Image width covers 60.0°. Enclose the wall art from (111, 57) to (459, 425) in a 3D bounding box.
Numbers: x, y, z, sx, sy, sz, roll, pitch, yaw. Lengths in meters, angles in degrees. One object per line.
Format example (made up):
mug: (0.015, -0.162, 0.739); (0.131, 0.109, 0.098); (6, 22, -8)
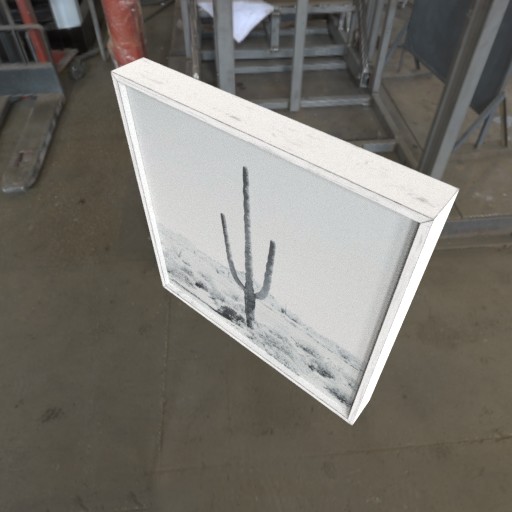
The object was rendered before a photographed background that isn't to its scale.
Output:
wall art: (0.000, 0.000, 0.450); (0.305, 0.305, 0.038); (31, 55, 26)
